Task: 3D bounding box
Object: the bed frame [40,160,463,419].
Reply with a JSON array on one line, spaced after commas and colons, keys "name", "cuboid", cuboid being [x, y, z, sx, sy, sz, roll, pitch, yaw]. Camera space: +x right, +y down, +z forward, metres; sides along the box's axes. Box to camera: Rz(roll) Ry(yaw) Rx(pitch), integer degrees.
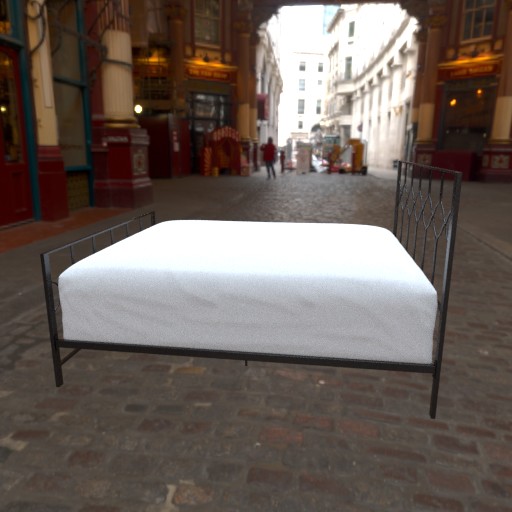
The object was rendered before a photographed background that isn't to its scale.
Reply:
[{"name": "bed frame", "cuboid": [0.000, 0.000, 2.994, 2.063, 1.222, 1.597, 2, 14, 8]}]
